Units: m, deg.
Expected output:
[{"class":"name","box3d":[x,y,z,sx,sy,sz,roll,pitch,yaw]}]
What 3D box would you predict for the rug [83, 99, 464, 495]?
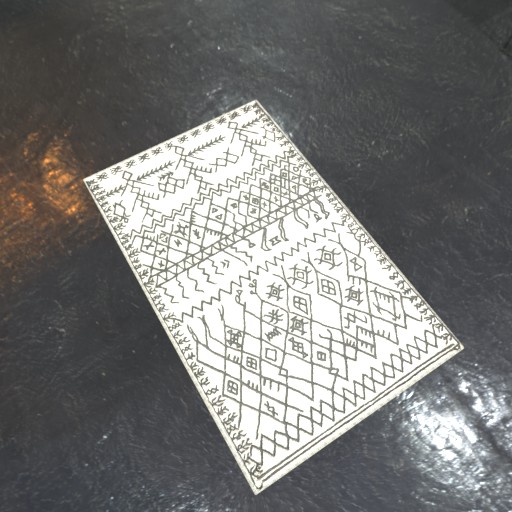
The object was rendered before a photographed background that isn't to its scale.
[{"class":"rug","box3d":[0.000,0.000,3.029,1.526,0.012,2.444,-29,67,-13]}]
